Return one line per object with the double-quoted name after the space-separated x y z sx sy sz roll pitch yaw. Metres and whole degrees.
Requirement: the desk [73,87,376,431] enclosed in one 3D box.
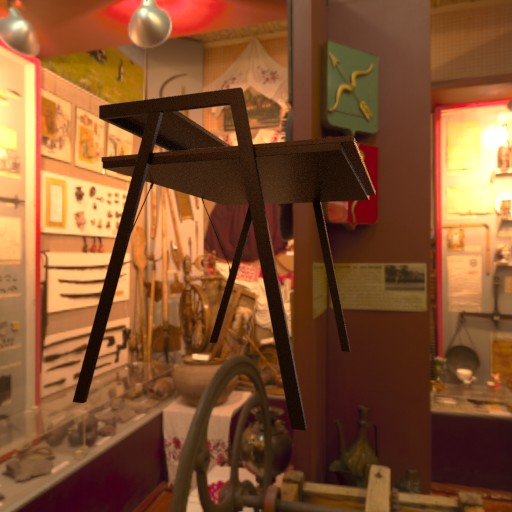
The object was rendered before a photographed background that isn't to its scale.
0.000 0.000 1.904 0.936 0.998 1.143 0 0 18 "desk"
